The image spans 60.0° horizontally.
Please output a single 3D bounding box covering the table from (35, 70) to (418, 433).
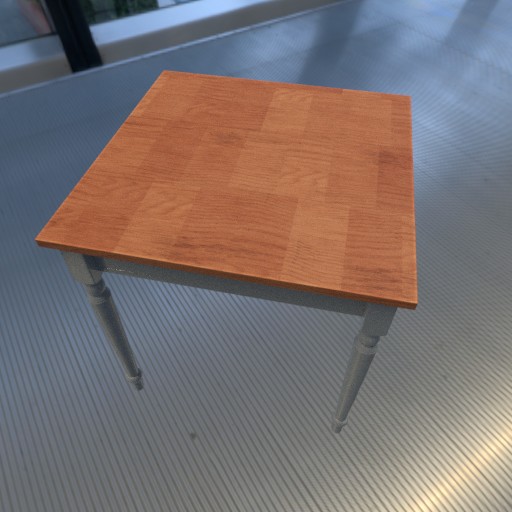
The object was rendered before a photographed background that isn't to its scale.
[{"bbox_3d":[0.000,0.000,1.354,0.747,0.738,0.747,9,49,8],"label":"table"}]
